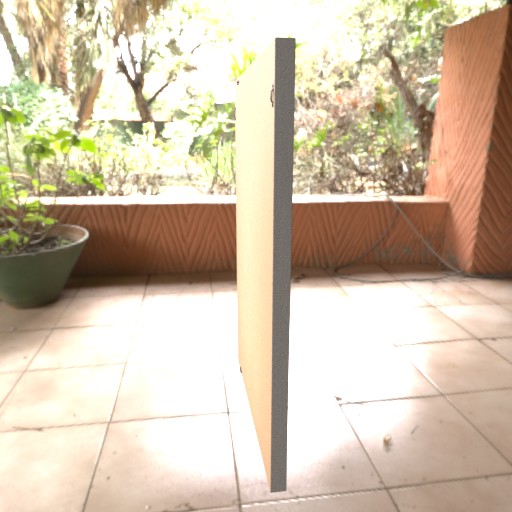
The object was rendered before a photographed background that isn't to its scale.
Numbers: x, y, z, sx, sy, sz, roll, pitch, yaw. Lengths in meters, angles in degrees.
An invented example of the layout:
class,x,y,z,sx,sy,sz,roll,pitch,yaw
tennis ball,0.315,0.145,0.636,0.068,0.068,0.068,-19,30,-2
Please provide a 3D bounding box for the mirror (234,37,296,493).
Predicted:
class,x,y,z,sx,sy,sz,roll,pitch,yaw
mirror,0.000,0.000,1.148,0.040,0.915,0.609,-2,15,-9
